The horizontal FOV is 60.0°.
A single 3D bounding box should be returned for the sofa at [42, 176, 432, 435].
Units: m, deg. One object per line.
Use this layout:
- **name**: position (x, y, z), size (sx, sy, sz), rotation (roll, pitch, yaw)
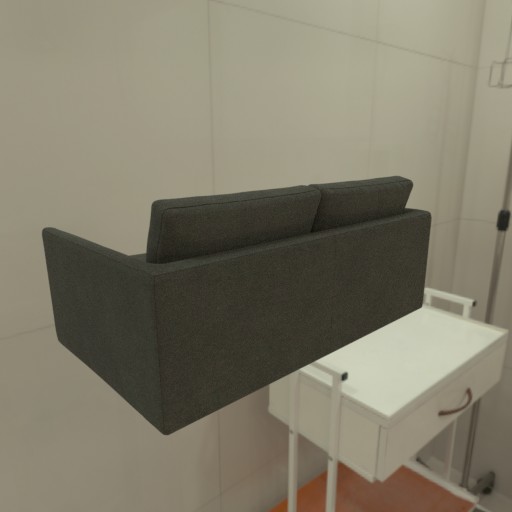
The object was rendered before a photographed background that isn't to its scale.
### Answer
- **sofa**: position (0.000, 0.000, 2.481), size (1.909, 0.845, 1.091), rotation (-13, 20, -41)
